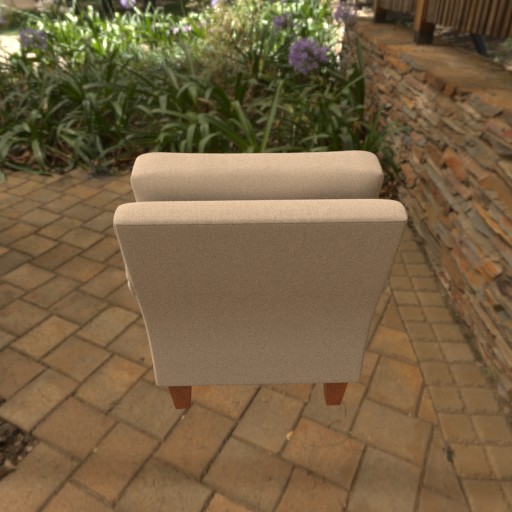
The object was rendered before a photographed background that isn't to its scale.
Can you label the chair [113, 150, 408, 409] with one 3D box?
[{"bbox_3d":[0.000,0.000,1.908,0.895,1.076,1.078,-1,31,-1],"label":"chair"}]
